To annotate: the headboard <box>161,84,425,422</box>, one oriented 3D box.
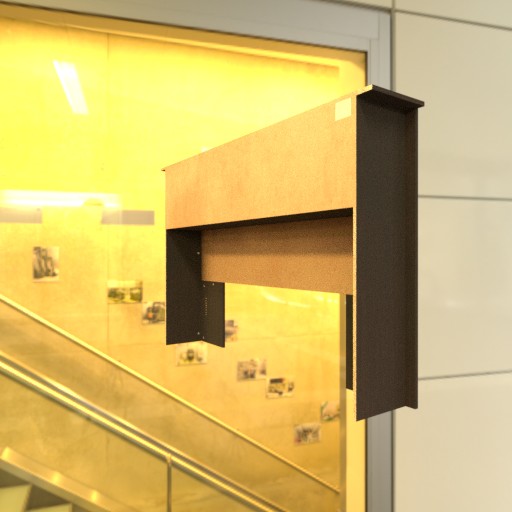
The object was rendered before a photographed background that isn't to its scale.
[{"bbox_3d":[0.000,0.000,2.169,0.279,1.092,1.671,0,0,-35],"label":"headboard"}]
